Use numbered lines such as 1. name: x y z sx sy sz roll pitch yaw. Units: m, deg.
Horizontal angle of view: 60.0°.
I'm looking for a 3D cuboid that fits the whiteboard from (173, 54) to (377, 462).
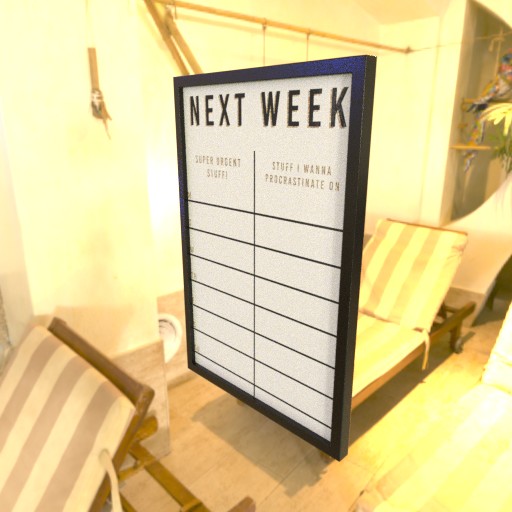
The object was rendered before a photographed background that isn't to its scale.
1. whiteboard: 0.000 0.000 0.777 0.406 0.611 0.026 16 23 42
